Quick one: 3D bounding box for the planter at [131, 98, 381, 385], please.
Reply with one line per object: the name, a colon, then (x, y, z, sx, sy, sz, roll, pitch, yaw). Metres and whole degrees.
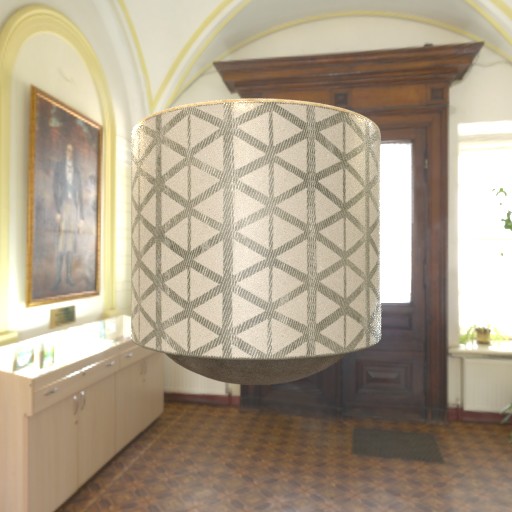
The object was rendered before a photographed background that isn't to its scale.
planter: (0.000, 0.000, 0.461, 0.250, 0.239, 0.250, 0, 0, 0)
